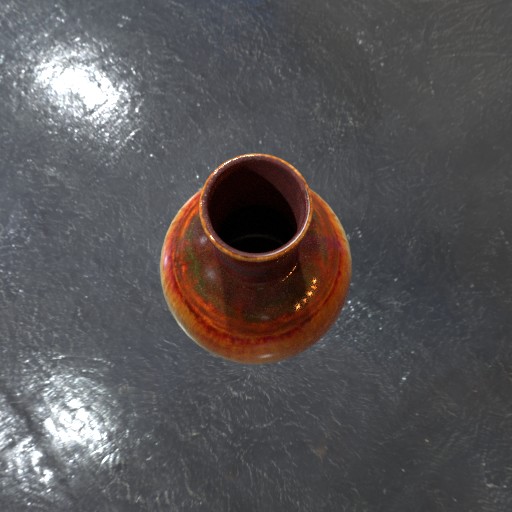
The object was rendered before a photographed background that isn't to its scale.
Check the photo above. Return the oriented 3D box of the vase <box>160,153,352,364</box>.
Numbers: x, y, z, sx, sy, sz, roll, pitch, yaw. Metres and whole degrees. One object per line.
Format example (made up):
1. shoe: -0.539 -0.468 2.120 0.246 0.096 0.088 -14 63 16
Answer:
1. vase: 0.000 0.000 0.233 0.111 0.154 0.111 0 76 0
